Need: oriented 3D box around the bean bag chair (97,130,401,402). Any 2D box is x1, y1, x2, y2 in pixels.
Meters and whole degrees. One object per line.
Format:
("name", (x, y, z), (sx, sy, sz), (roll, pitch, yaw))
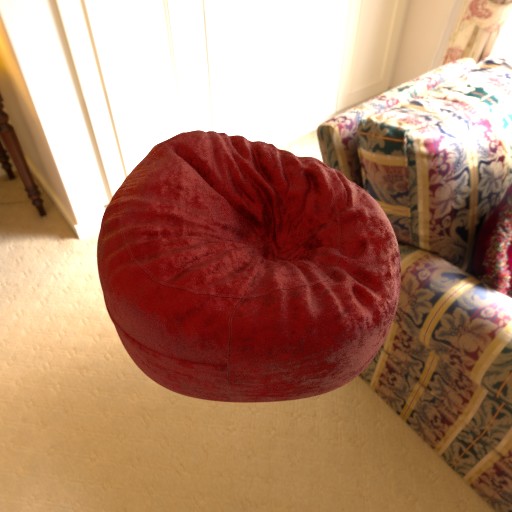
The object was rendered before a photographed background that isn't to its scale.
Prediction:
("bean bag chair", (0.000, 0.000, 2.379), (1.524, 0.878, 1.524), (9, 46, 9))
